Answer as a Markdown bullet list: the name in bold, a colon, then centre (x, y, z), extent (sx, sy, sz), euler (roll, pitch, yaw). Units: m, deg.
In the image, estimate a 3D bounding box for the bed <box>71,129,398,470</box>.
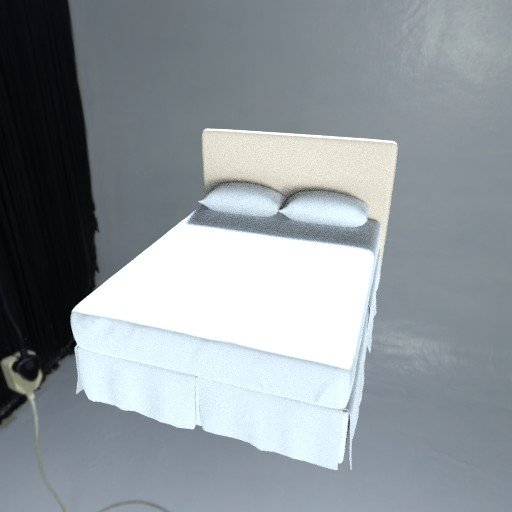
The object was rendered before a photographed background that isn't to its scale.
- **bed**: centre (0.000, 0.000, 3.170), extent (1.748, 1.330, 2.142), euler (9, 28, 16)
